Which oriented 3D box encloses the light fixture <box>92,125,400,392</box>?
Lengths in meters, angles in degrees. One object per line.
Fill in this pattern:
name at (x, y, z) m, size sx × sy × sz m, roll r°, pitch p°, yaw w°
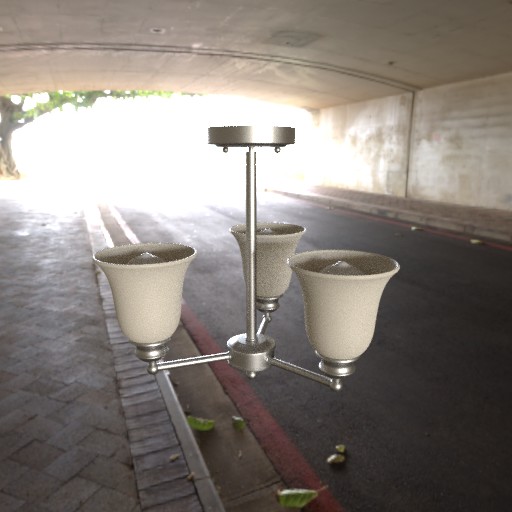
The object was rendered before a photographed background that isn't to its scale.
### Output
light fixture at (0.000, 0.000, 0.672) m, size 0.388 × 0.370 × 0.354 m, roll 2°, pitch 13°, yaw 10°
